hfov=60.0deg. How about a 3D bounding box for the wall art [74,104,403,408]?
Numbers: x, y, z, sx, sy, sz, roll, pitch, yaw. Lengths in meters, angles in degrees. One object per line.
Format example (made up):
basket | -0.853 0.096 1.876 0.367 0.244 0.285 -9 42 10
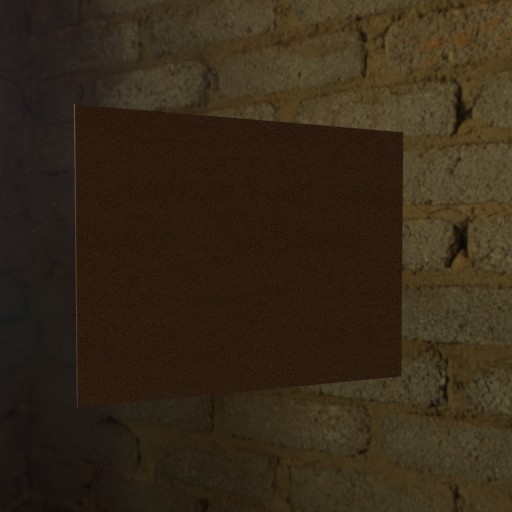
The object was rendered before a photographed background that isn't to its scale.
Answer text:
wall art | 0.000 0.000 0.672 0.508 0.408 0.010 0 1 -17
